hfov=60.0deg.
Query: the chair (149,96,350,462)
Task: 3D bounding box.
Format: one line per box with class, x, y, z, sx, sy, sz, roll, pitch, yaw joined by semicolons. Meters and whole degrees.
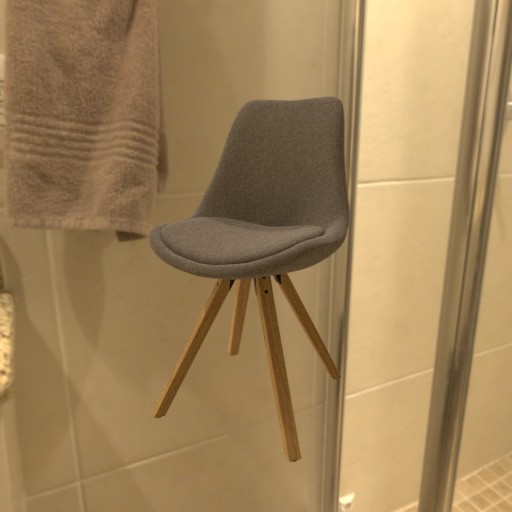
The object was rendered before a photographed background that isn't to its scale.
chair;0.000;0.000;1.227;0.483;0.865;0.550;7;16;25
